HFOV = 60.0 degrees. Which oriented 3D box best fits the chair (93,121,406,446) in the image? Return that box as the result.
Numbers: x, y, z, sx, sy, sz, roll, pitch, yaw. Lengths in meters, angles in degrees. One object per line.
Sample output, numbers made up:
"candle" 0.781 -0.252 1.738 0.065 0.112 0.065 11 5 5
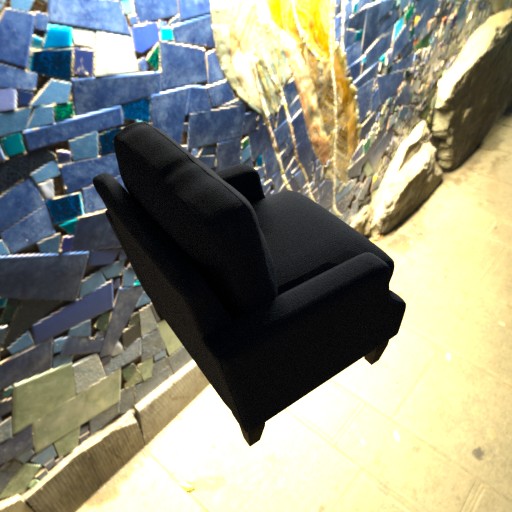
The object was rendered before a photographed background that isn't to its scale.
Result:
"chair" 0.000 0.000 1.675 0.897 0.991 0.855 -24 46 -26
